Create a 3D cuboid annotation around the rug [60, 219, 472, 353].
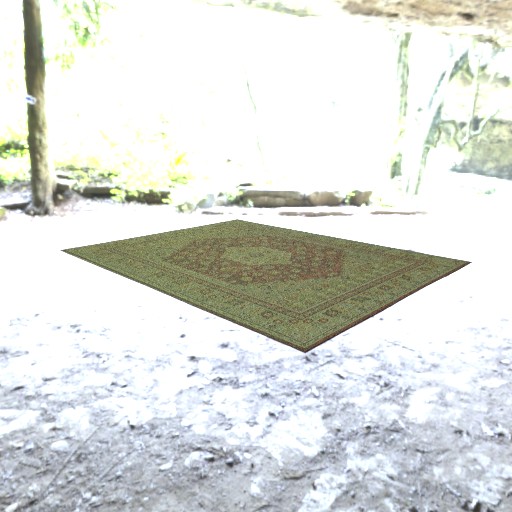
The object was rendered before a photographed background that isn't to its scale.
[{"bbox_3d":[0.000,0.000,4.133,3.053,0.013,2.387,14,21,43],"label":"rug"}]
